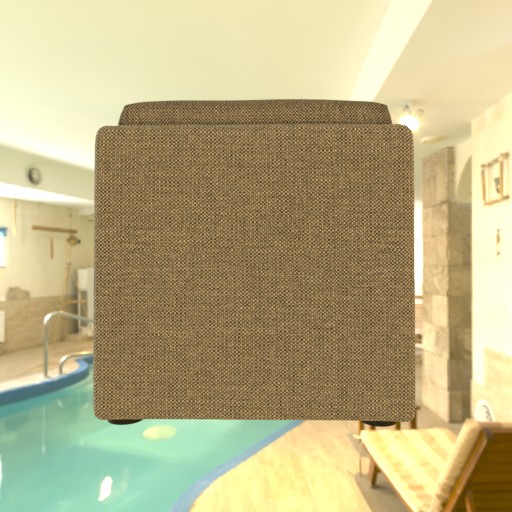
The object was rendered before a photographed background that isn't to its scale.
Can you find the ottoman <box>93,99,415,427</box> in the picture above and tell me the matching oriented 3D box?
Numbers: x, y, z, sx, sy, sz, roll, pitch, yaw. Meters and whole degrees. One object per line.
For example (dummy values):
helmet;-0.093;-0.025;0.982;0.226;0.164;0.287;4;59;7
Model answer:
ottoman;0.000;0.000;0.834;0.454;0.487;0.436;0;-1;1
